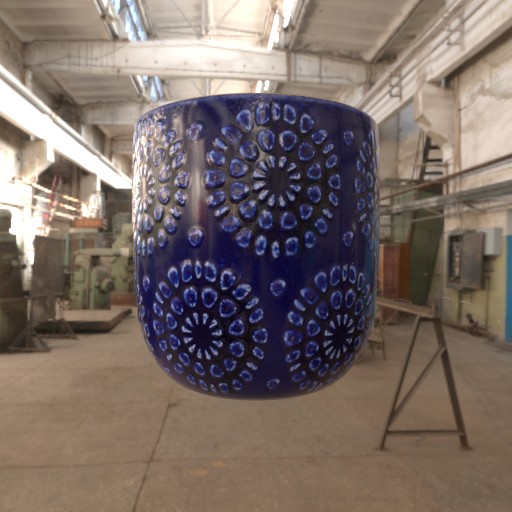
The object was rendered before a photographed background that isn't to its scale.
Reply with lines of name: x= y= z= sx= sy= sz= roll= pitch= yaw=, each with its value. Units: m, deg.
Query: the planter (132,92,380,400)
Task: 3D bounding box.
planter: x=0.000 y=0.000 z=0.203 sx=0.109 sy=0.112 sz=0.109 roll=0 pitch=0 yaw=0
